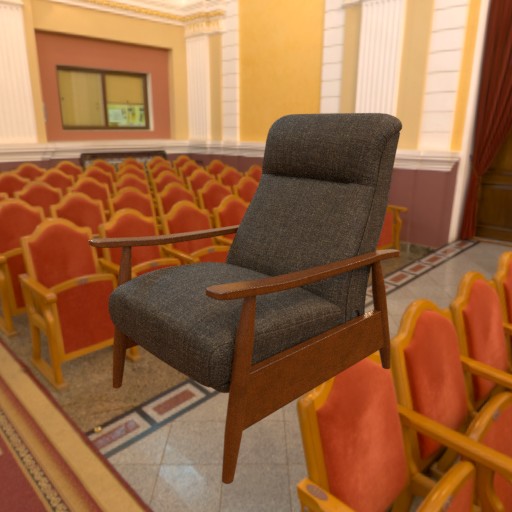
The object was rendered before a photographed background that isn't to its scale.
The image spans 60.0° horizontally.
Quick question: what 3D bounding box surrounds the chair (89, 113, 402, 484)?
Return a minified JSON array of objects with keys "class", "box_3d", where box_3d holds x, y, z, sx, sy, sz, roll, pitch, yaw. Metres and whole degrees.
[{"class":"chair","box_3d":[0.000,0.000,1.749,1.014,1.082,0.762,-16,23,-42]}]
